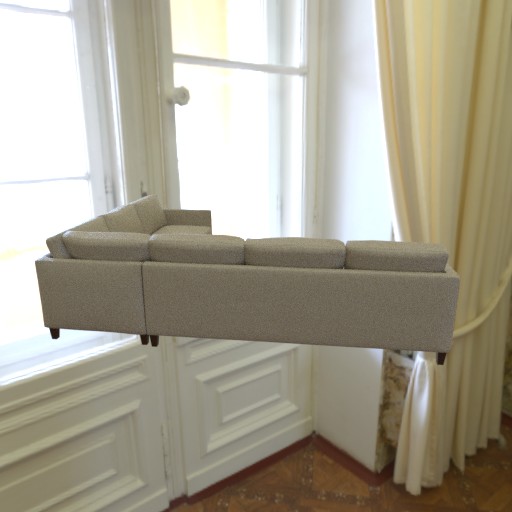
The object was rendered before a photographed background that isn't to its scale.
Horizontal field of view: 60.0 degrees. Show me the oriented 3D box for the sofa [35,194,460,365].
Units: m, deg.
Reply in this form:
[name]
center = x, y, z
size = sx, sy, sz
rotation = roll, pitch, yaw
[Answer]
[sofa]
center = 0.000, 0.000, 4.601
size = 3.333, 0.934, 2.522
rotation = 2, 16, 7
